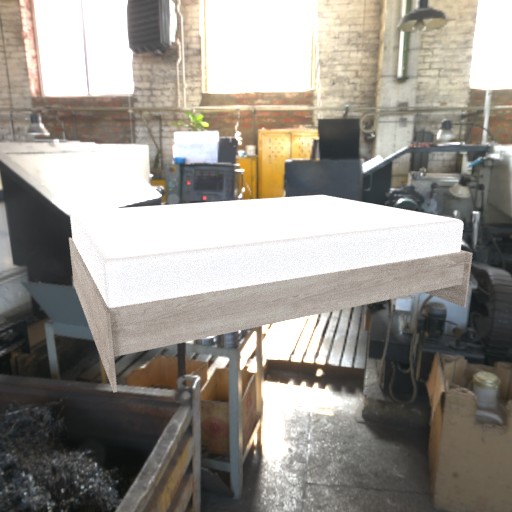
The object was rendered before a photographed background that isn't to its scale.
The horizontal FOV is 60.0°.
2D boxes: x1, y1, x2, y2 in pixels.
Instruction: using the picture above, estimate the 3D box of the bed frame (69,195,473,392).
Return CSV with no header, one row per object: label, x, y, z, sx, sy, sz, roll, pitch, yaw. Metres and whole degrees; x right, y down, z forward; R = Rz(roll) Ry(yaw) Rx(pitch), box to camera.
bed frame,0.000,0.000,2.655,1.945,0.497,1.445,-7,16,-26
